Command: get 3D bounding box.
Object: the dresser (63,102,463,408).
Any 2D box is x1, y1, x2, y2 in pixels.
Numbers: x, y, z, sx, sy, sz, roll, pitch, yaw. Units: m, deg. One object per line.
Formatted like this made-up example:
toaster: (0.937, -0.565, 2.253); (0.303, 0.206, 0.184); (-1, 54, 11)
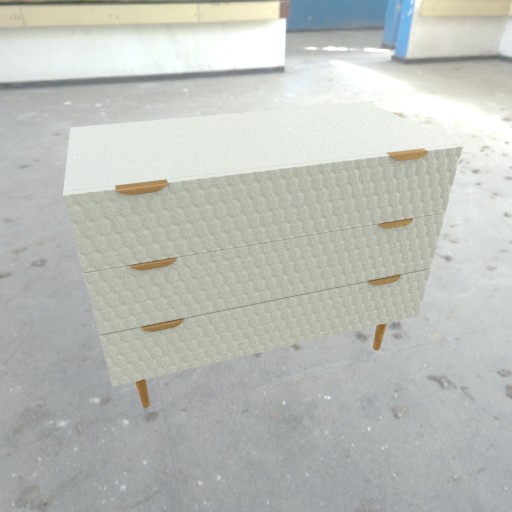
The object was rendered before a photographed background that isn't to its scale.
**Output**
dresser: (0.000, 0.000, 1.323); (0.905, 0.721, 0.457); (-10, 34, -15)
